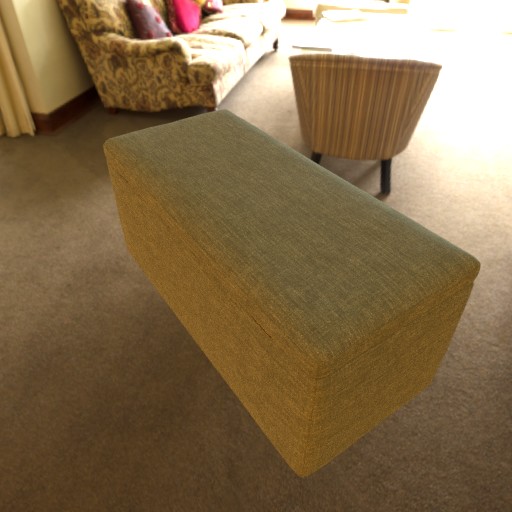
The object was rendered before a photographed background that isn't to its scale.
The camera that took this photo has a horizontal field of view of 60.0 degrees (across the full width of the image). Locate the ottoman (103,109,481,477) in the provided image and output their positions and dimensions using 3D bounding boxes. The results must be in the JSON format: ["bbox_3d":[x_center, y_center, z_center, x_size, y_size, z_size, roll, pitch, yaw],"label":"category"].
[{"bbox_3d":[0.000,0.000,1.111,0.419,0.432,0.902,-24,45,-26],"label":"ottoman"}]
